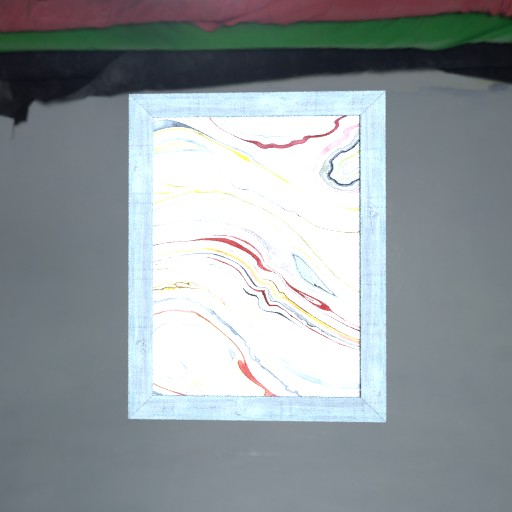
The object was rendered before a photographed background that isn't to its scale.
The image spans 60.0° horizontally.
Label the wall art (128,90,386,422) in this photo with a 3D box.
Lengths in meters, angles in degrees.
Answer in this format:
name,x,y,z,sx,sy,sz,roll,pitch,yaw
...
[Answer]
name,x,y,z,sx,sy,sz,roll,pitch,yaw
wall art,0.000,0.000,0.838,0.481,0.613,0.020,0,0,2
